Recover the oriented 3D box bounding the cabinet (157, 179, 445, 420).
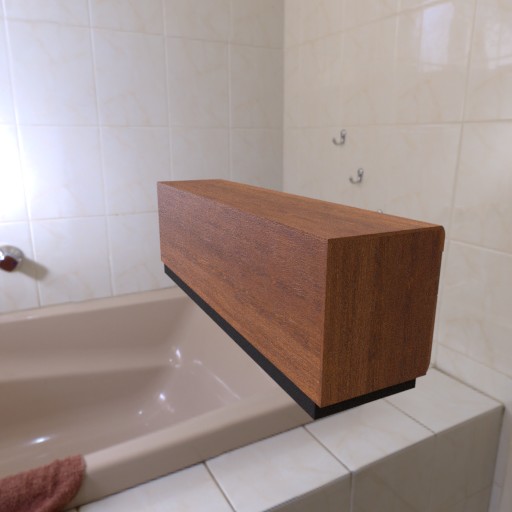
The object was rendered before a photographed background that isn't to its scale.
[{"bbox_3d":[0.000,0.000,1.880,0.419,0.510,1.600,-7,16,-25],"label":"cabinet"}]
